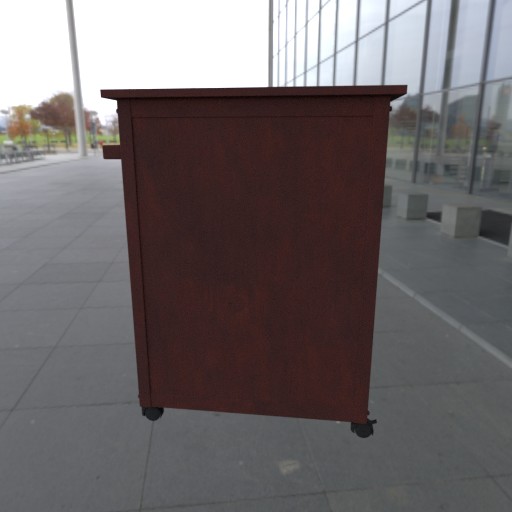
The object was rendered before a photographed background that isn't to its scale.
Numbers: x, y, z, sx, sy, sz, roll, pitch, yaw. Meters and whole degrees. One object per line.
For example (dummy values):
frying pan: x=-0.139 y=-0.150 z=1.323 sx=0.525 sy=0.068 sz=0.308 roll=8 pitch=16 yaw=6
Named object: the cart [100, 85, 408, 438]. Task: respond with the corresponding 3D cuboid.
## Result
cart: x=0.000 y=0.000 z=1.272 sx=0.683 sy=0.864 sz=0.442 roll=2 pitch=15 yaw=7
